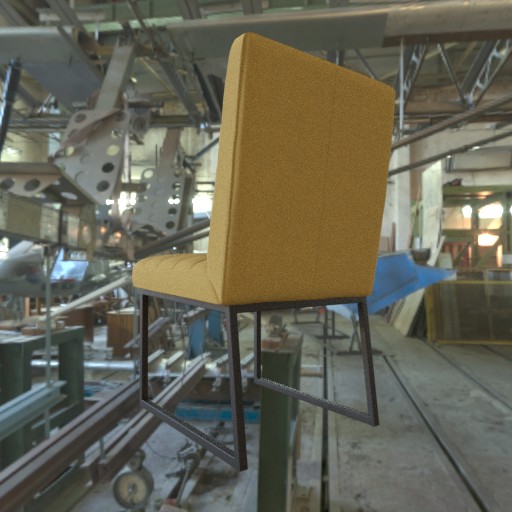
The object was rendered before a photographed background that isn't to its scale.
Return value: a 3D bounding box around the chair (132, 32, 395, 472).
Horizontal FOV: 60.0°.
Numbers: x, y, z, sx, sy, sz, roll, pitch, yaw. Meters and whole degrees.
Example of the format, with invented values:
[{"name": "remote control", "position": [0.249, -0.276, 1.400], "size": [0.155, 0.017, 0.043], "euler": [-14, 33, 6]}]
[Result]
[{"name": "chair", "position": [0.000, 0.000, 1.291], "size": [0.520, 0.930, 0.634], "euler": [1, -2, -37]}]
